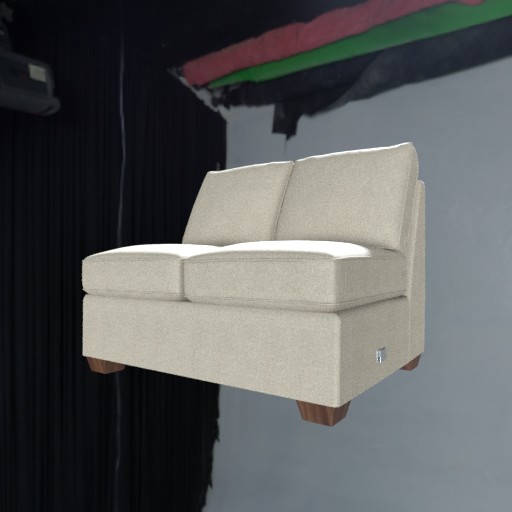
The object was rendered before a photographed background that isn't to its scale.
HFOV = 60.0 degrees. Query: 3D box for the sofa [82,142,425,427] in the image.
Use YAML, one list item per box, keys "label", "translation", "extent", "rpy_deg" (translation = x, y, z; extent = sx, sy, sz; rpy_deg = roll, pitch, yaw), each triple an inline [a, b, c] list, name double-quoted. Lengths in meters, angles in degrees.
- label: "sofa"
  translation: [0.000, 0.000, 1.977]
  extent: [1.232, 1.006, 0.978]
  rpy_deg: [0, 0, 35]
